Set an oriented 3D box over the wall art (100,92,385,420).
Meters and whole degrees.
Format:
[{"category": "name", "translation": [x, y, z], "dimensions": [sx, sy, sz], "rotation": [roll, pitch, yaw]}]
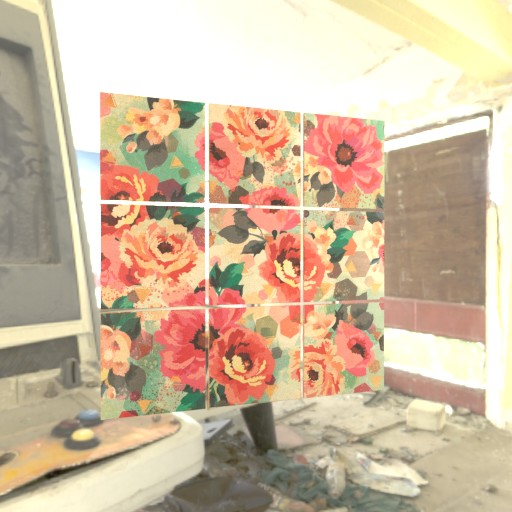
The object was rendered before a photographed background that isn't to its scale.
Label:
[{"category": "wall art", "translation": [0.000, 0.000, 1.834], "dimensions": [1.216, 1.220, 0.013], "rotation": [0, 1, -17]}]
